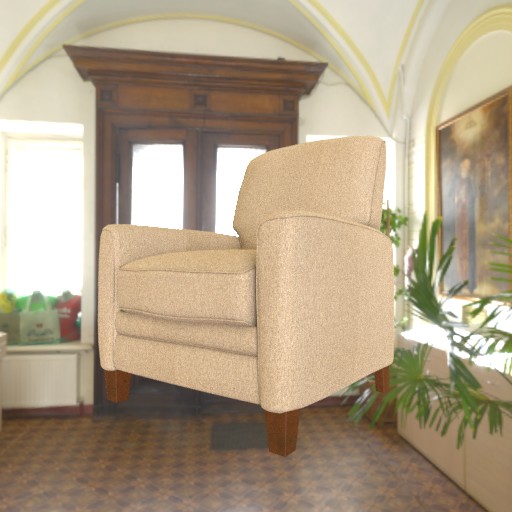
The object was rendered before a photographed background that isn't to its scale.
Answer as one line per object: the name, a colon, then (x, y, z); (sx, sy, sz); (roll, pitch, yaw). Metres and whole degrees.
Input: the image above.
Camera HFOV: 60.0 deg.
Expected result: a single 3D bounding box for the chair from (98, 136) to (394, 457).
chair: (0.000, 0.000, 1.631); (0.848, 1.014, 0.864); (0, -1, 37)
